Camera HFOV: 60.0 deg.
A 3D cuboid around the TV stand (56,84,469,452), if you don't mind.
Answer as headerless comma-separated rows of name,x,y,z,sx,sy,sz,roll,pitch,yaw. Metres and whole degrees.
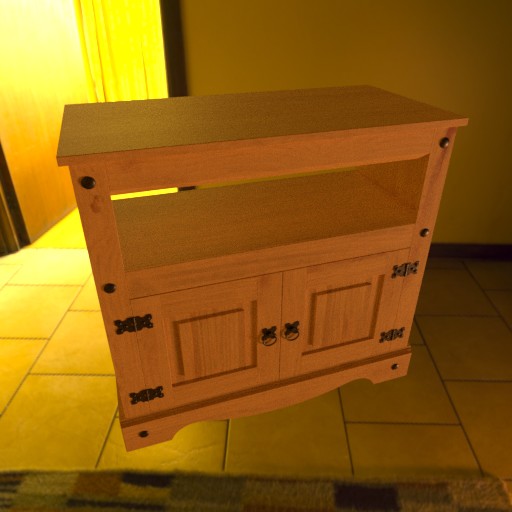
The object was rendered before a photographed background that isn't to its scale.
TV stand,0.000,0.000,1.235,0.851,0.787,0.430,-10,32,-16
